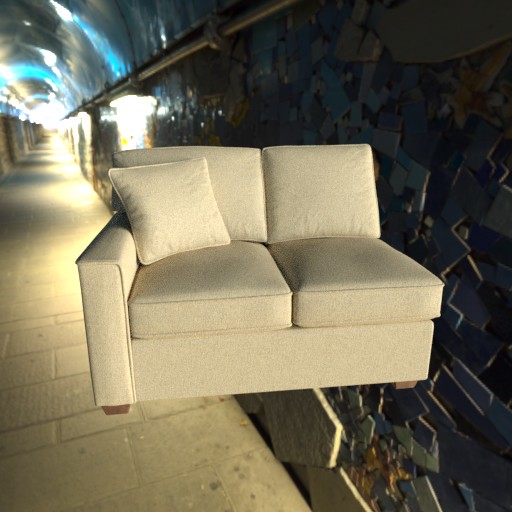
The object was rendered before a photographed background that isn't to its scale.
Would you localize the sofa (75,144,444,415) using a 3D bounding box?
[{"bbox_3d":[0.000,0.000,2.087,1.388,0.989,0.991,-2,17,-8],"label":"sofa"}]
